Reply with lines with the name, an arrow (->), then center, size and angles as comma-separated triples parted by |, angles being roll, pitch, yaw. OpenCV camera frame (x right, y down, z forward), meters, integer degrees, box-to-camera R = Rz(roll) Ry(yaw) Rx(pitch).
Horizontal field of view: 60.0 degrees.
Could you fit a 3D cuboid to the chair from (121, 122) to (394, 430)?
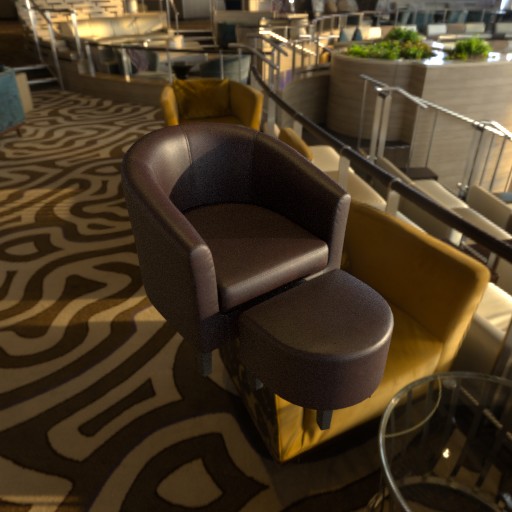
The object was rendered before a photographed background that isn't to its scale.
chair -> 0.000, 0.000, 1.689 | 0.737, 0.755, 1.176 | -22, 37, -31
